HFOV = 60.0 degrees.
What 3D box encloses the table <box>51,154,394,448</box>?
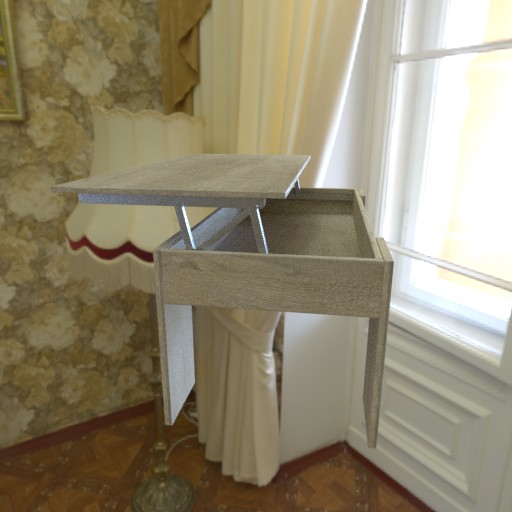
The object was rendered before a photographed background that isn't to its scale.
[{"bbox_3d":[0.000,0.000,1.431,0.711,0.570,1.000,3,17,9],"label":"table"}]
